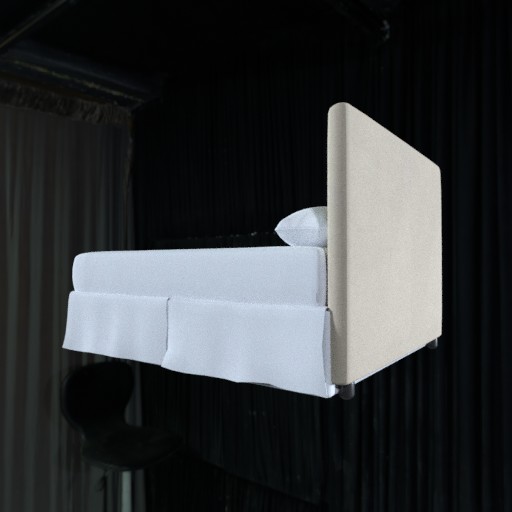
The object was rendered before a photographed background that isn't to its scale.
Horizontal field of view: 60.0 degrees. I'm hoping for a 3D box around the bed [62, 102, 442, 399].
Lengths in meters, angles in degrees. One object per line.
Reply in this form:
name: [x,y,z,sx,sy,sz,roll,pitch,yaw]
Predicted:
bed: [0.000,0.000,3.162,2.142,1.330,1.723,-1,-1,36]
